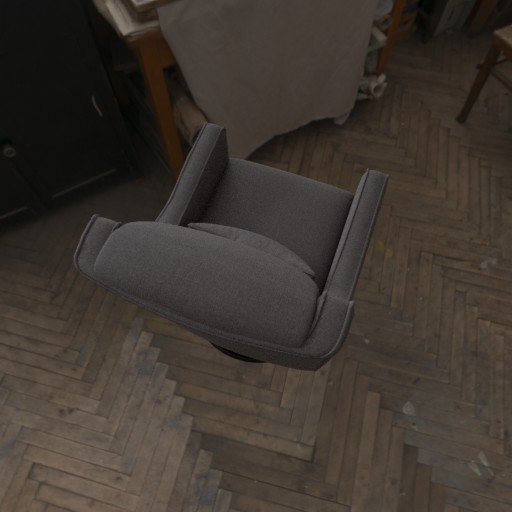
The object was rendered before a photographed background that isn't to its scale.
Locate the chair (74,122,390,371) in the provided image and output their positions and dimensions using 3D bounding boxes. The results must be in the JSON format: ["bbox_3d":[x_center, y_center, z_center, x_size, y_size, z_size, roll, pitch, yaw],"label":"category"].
[{"bbox_3d":[0.000,0.000,1.592,0.732,0.993,0.879,18,65,9],"label":"chair"}]
